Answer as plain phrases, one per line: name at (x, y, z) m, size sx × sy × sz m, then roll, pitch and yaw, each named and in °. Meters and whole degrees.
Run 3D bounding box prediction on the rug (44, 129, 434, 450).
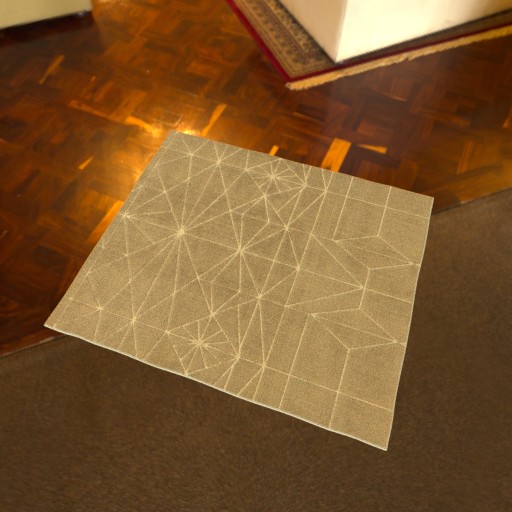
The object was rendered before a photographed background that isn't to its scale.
rug at (0.000, 0.000, 0.897) m, size 0.639 × 0.006 × 0.548 m, roll 17°, pitch 60°, yaw 10°
